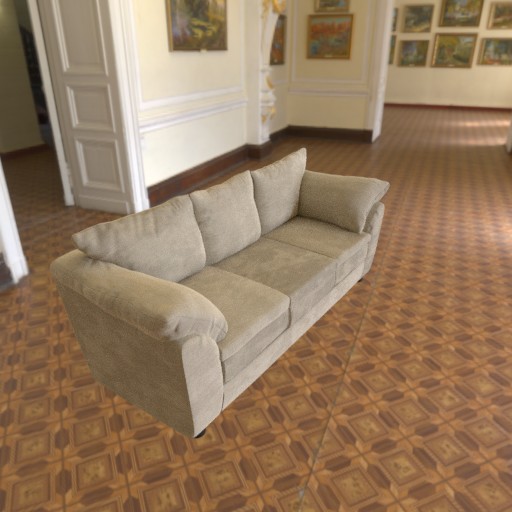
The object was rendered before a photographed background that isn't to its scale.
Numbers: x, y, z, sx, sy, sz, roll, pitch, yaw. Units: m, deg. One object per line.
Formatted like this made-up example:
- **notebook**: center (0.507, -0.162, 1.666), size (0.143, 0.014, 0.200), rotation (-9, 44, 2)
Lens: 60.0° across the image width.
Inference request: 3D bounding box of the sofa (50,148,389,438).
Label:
- **sofa**: center (0.000, 0.000, 2.852), size (0.893, 0.981, 2.377), rotation (16, 30, 31)
